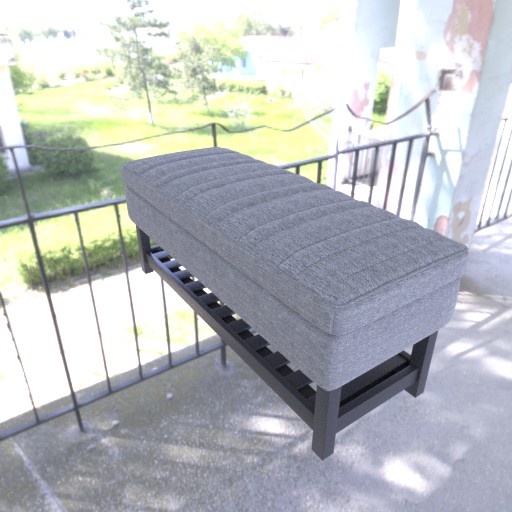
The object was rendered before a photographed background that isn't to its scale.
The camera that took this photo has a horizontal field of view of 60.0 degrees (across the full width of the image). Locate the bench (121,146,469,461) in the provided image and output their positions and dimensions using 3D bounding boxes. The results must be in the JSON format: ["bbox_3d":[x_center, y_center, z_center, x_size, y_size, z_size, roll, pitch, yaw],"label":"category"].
[{"bbox_3d":[0.000,0.000,1.350,0.429,0.470,1.100,-18,33,-30],"label":"bench"}]
